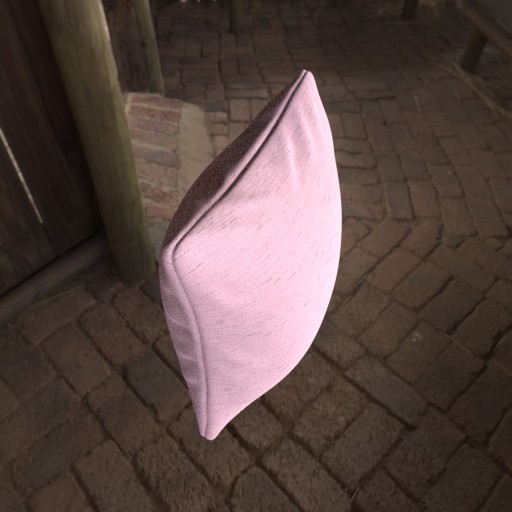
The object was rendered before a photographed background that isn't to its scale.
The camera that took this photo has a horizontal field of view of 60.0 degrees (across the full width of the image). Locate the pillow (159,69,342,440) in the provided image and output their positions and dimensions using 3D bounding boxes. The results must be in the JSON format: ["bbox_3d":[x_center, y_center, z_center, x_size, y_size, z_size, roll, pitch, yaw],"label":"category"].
[{"bbox_3d":[0.000,0.000,0.681,0.246,0.415,0.432,16,48,15],"label":"pillow"}]
